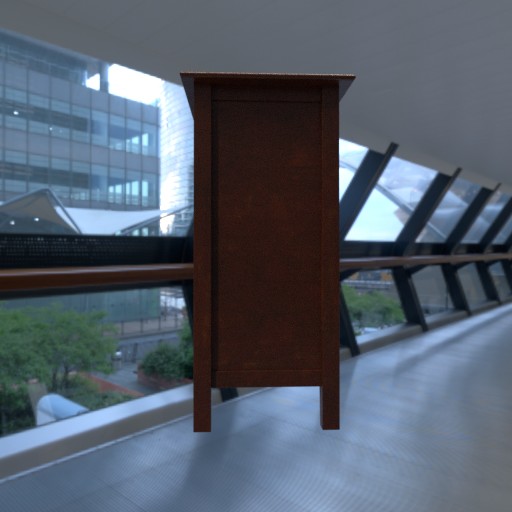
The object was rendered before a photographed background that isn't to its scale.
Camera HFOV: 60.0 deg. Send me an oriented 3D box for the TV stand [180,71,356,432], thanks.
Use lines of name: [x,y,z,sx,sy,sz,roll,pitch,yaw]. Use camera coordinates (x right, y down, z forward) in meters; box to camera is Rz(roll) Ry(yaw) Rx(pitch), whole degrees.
TV stand: [0.000,0.000,1.796,0.445,0.915,1.372,0,0,-3]
